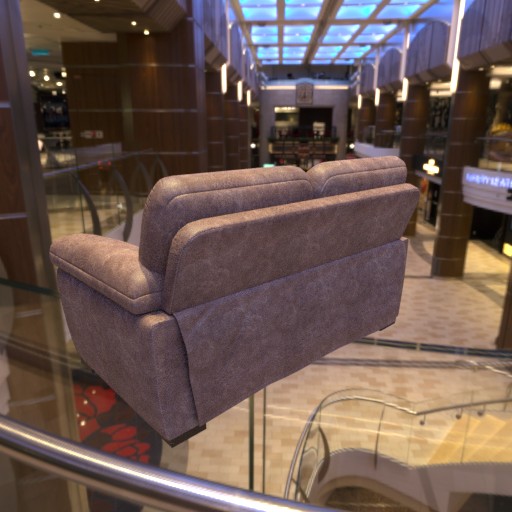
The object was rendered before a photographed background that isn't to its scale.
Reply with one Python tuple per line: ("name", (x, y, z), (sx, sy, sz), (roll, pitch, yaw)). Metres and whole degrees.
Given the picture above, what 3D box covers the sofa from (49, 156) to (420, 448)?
("sofa", (0.000, 0.000, 2.310), (1.753, 0.991, 0.991), (-15, 22, -41))
